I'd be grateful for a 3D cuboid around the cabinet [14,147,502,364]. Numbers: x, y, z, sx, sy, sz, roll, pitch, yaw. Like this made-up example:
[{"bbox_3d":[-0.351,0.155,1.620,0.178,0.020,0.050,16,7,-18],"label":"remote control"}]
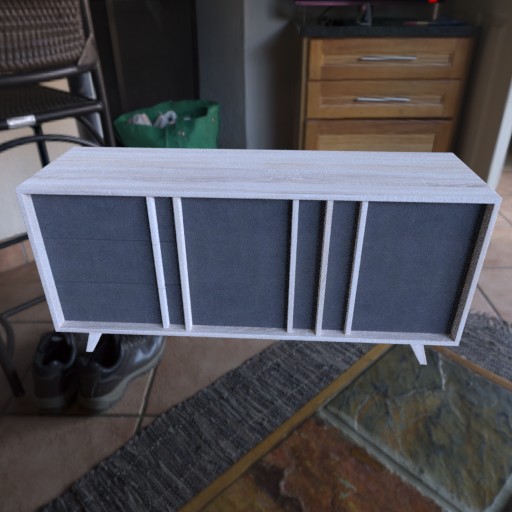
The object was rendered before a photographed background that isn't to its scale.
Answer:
[{"bbox_3d":[0.000,0.000,1.906,1.650,0.780,0.500,2,30,3],"label":"cabinet"}]
